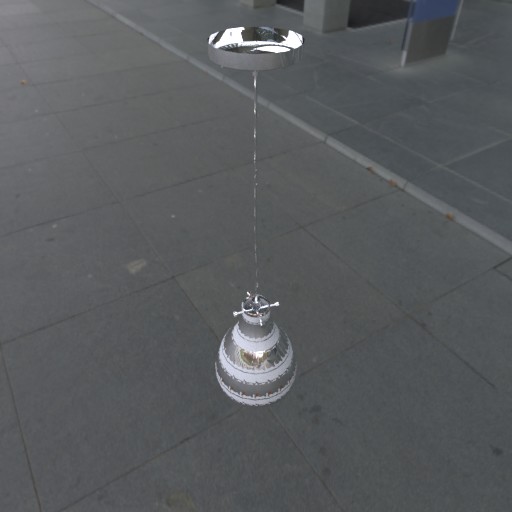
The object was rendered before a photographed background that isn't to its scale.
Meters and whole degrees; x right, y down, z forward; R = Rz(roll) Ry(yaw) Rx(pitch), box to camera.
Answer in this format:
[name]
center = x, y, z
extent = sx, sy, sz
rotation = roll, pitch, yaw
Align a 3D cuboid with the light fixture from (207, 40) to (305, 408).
[light fixture]
center = 0.000, 0.000, 1.607
extent = 0.374, 1.457, 0.374
rotation = -12, 42, -13
